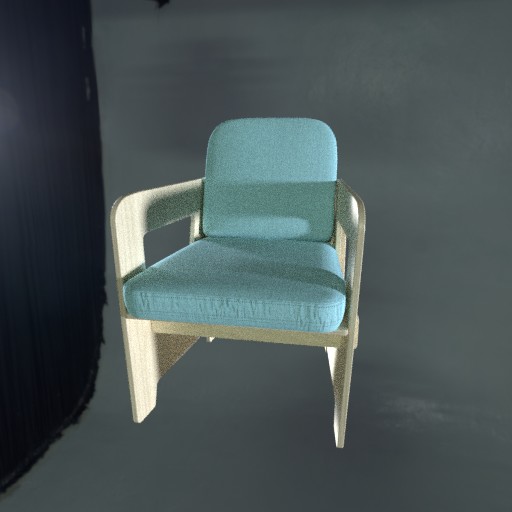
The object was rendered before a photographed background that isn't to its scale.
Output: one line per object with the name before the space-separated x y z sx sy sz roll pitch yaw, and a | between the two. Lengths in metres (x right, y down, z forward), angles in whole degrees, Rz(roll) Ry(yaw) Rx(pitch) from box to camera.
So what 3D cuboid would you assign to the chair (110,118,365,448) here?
chair | 0.000 0.000 1.302 0.590 0.800 0.710 3 15 10
